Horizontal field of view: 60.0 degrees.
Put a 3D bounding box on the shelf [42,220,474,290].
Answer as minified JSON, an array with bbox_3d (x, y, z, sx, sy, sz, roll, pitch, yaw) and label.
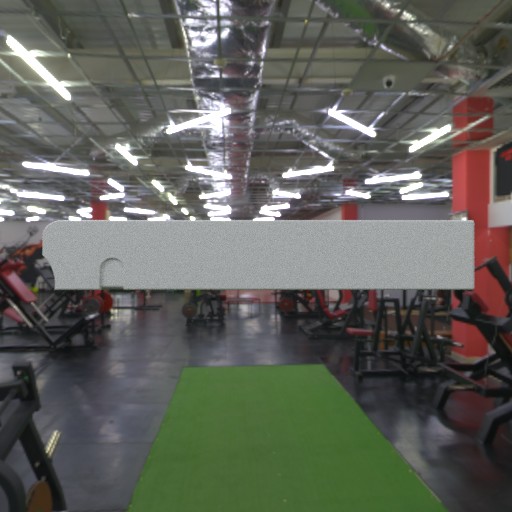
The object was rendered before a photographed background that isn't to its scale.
[{"bbox_3d":[0.000,0.000,0.470,0.310,0.050,0.310,0,0,-1],"label":"shelf"}]
